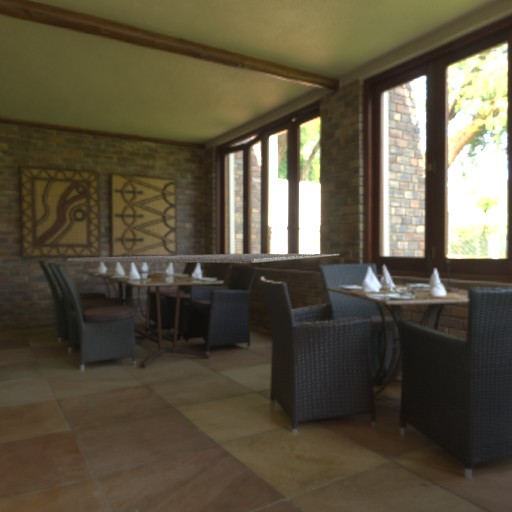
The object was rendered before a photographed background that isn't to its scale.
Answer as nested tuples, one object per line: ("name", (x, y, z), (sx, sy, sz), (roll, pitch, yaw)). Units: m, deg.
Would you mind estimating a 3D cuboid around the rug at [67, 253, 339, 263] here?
("rug", (0.000, 0.000, 2.031), (0.553, 0.012, 1.827), (0, 1, 17))
